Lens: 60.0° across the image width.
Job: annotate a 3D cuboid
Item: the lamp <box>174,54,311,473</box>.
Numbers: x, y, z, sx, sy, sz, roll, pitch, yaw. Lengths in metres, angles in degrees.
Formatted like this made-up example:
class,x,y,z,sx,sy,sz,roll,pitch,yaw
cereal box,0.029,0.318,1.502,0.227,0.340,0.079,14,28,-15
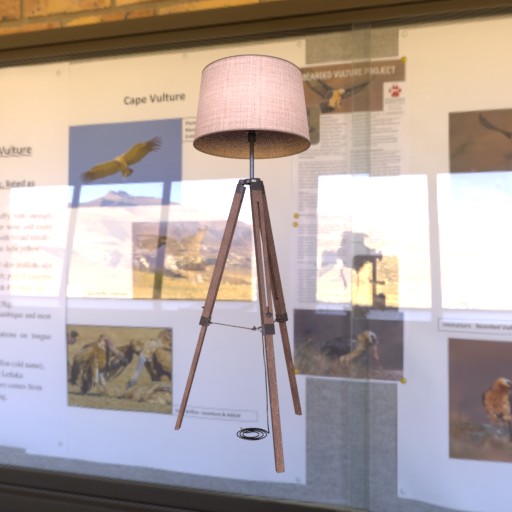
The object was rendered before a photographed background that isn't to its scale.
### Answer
class,x,y,z,sx,sy,sz,roll,pitch,yaw
lamp,0.000,0.000,1.825,0.604,1.510,0.587,0,0,-19
